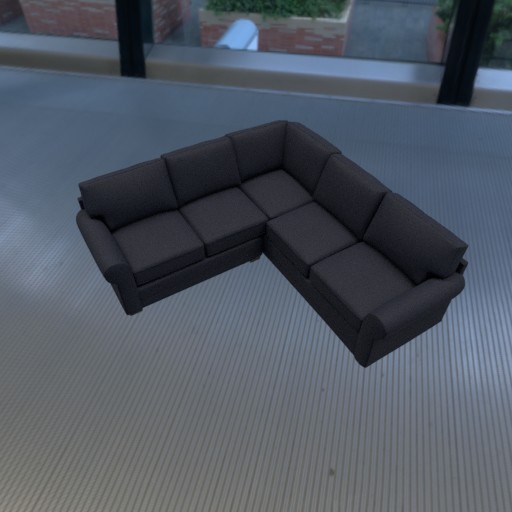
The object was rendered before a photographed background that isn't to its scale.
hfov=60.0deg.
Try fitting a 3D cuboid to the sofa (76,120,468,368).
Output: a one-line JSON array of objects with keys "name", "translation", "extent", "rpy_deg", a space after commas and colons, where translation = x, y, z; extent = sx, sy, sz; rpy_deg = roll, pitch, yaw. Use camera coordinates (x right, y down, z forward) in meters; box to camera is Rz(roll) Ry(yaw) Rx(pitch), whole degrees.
[{"name": "sofa", "translation": [0.000, 0.000, 3.934], "extent": [2.487, 1.042, 2.562], "rpy_deg": [-23, 49, -22]}]
